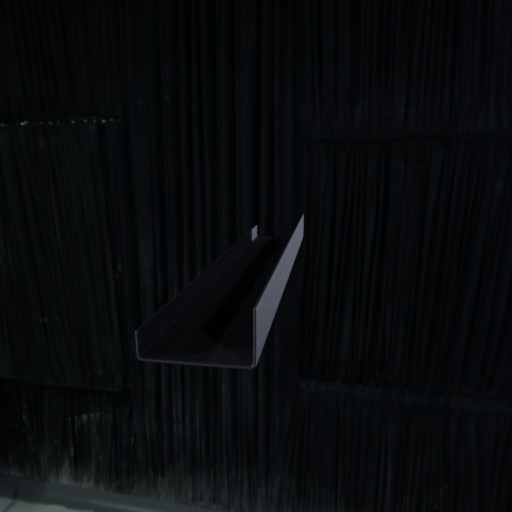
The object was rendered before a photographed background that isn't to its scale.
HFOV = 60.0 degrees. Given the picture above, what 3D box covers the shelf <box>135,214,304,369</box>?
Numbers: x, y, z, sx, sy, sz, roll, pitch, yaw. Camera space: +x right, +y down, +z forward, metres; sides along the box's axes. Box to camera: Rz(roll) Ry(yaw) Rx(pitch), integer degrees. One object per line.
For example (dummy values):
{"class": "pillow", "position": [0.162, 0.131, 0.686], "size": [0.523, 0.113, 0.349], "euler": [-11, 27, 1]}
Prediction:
{"class": "shelf", "position": [0.000, 0.000, 0.647], "size": [0.102, 0.053, 0.605], "euler": [2, 13, 9]}
